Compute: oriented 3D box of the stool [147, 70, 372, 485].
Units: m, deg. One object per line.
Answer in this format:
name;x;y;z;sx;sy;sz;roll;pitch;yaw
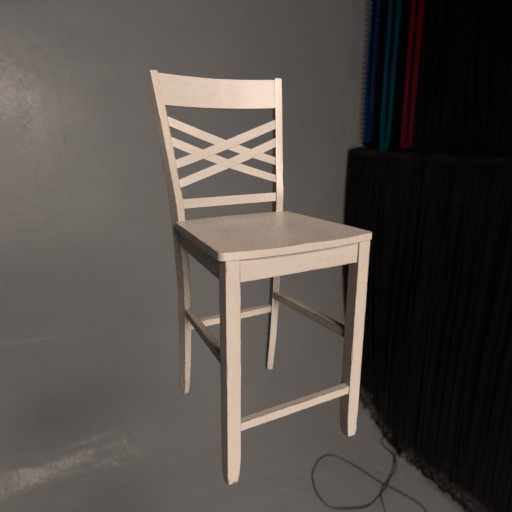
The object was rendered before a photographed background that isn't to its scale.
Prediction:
stool;0.000;0.000;1.349;0.462;1.079;0.539;-8;18;-27
